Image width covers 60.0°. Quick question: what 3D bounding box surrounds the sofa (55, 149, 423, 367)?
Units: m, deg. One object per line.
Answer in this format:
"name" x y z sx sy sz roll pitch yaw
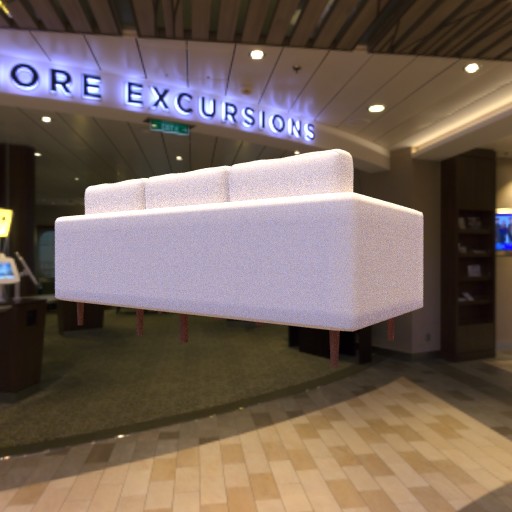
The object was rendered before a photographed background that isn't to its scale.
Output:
"sofa" 0.000 0.000 2.834 2.029 0.899 1.580 0 0 36
